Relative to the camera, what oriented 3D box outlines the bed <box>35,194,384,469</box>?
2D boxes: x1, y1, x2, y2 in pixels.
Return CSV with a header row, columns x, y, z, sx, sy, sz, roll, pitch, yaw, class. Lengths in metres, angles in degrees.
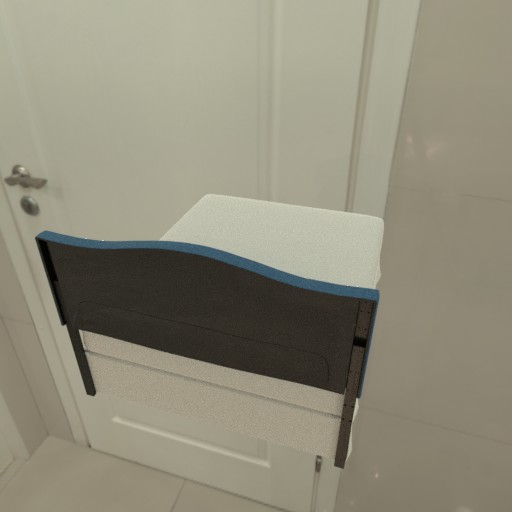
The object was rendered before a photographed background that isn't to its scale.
x,y,z,sx,sy,sz,roll,pitch,yaw,class
0.000,0.000,2.887,1.610,1.169,1.872,10,33,15,bed
